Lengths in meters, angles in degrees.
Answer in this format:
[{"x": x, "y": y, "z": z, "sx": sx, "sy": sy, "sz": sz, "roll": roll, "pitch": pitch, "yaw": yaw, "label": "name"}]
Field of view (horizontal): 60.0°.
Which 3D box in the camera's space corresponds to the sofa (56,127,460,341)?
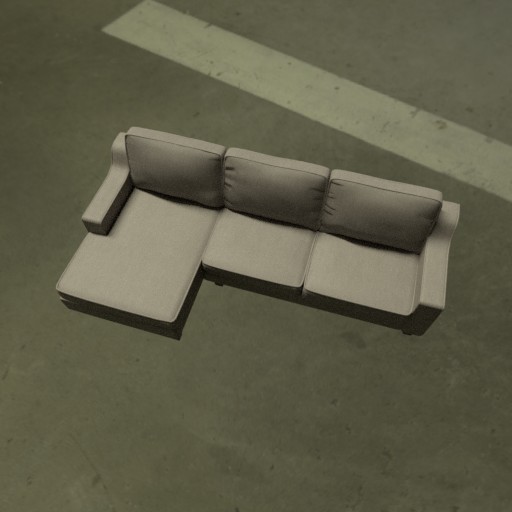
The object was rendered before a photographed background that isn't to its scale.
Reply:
[{"x": 0.000, "y": 0.000, "z": 3.153, "sx": 2.561, "sy": 0.928, "sz": 1.294, "roll": 14, "pitch": 59, "yaw": 9, "label": "sofa"}]
